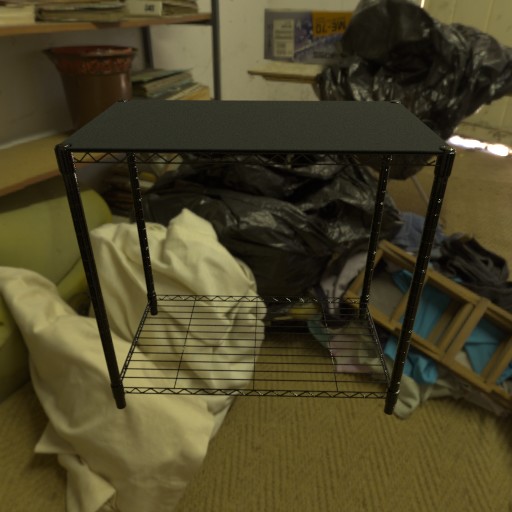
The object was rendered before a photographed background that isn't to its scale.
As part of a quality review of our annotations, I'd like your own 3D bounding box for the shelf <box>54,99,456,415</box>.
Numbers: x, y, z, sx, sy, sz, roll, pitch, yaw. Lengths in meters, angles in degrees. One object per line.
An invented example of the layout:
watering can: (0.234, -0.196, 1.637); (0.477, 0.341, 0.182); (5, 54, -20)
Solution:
shelf: (0.000, 0.000, 0.927); (0.589, 0.564, 0.338); (1, 31, 1)
